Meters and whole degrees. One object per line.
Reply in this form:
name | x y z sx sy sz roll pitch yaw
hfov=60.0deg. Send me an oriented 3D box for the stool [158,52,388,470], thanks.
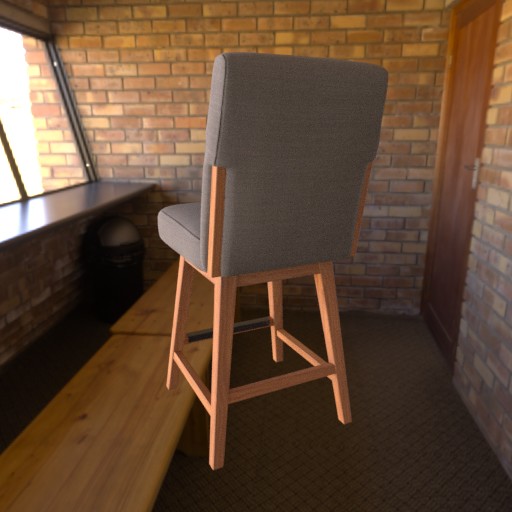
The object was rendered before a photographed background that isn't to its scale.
stool | 0.000 0.000 1.308 0.459 1.019 0.570 -8 17 -25
